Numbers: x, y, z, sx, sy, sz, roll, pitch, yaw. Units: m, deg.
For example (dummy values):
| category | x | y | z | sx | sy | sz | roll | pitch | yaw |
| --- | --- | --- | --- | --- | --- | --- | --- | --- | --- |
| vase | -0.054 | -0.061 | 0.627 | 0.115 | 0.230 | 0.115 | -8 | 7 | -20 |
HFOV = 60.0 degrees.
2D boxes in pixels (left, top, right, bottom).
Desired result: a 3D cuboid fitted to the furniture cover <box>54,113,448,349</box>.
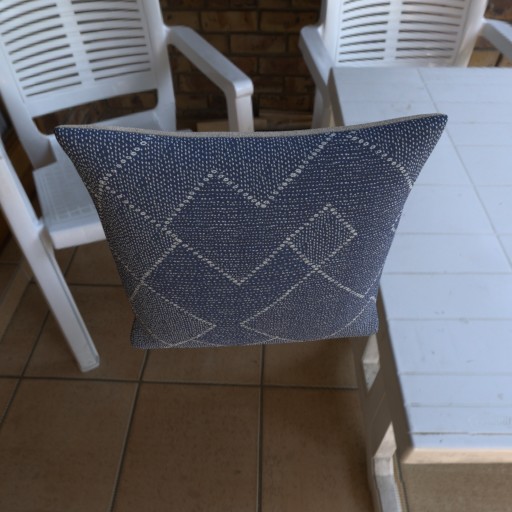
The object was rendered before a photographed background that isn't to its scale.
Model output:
| category | x | y | z | sx | sy | sz | roll | pitch | yaw |
| --- | --- | --- | --- | --- | --- | --- | --- | --- | --- |
| furniture cover | 0.000 | 0.000 | 0.743 | 0.511 | 0.503 | 0.162 | -3 | 47 | -3 |
